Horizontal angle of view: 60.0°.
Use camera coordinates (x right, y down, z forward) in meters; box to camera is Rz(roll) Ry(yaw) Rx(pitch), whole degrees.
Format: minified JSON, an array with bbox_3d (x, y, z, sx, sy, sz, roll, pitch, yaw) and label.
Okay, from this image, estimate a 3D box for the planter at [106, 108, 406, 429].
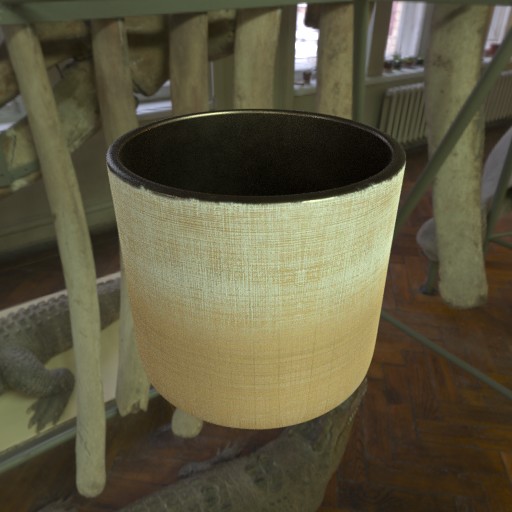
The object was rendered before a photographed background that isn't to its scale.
[{"bbox_3d":[0.000,0.000,0.384,0.221,0.201,0.221,0,31,0],"label":"planter"}]
